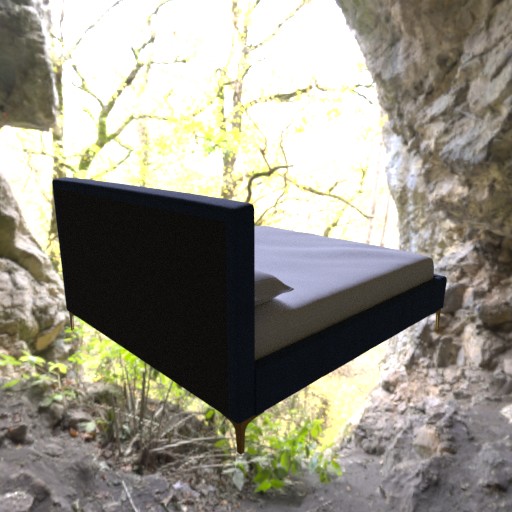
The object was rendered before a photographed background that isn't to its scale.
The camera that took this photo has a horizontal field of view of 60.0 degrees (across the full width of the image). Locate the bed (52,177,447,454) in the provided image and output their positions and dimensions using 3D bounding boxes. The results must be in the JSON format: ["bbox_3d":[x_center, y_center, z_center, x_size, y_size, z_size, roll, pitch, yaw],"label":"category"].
[{"bbox_3d":[0.000,0.000,3.467,2.232,1.231,2.096,-14,20,-42],"label":"bed"}]
